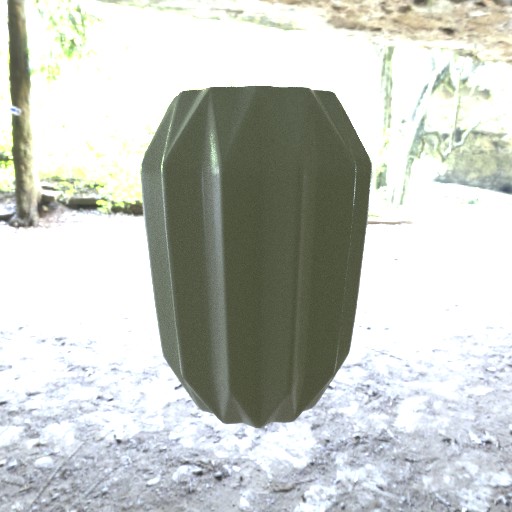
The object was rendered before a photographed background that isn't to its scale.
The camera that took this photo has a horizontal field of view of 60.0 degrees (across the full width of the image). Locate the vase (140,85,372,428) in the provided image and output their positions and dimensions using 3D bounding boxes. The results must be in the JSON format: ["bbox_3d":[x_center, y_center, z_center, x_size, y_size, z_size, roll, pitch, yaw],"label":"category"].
[{"bbox_3d":[0.000,0.000,0.401,0.195,0.275,0.195,0,14,0],"label":"vase"}]
